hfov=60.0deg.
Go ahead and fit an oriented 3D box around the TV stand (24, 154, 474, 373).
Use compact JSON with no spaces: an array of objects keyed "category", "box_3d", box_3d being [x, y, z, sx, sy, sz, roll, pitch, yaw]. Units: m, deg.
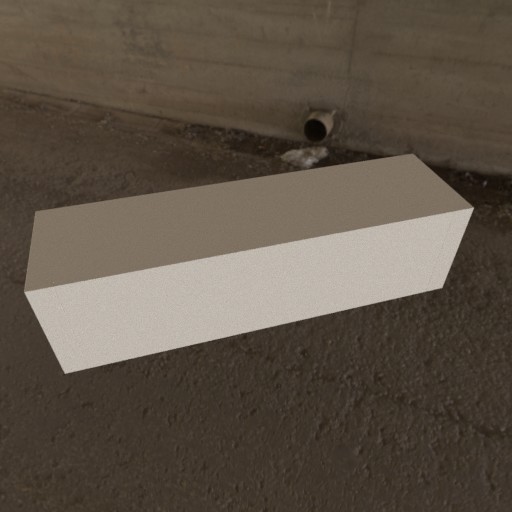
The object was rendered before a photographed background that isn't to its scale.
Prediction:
[{"category":"TV stand","box_3d":[0.000,0.000,1.718,1.500,0.440,0.410,-11,43,-12]}]
